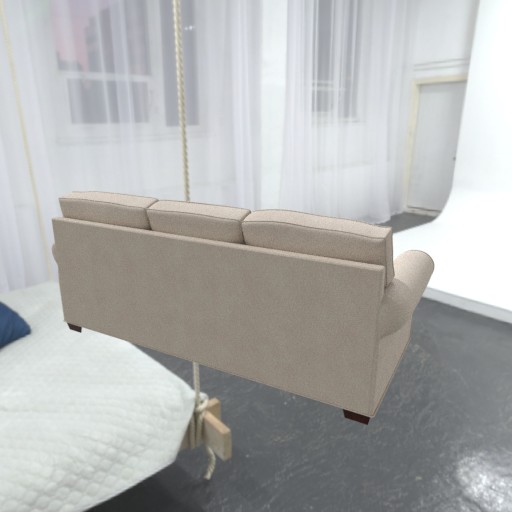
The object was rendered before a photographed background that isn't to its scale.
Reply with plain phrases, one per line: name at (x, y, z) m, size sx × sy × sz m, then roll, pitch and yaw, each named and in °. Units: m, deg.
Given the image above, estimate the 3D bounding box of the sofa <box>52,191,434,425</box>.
sofa at (0.000, 0.000, 2.369) m, size 1.770 × 0.734 × 1.226 m, roll 9°, pitch 19°, yaw 28°
